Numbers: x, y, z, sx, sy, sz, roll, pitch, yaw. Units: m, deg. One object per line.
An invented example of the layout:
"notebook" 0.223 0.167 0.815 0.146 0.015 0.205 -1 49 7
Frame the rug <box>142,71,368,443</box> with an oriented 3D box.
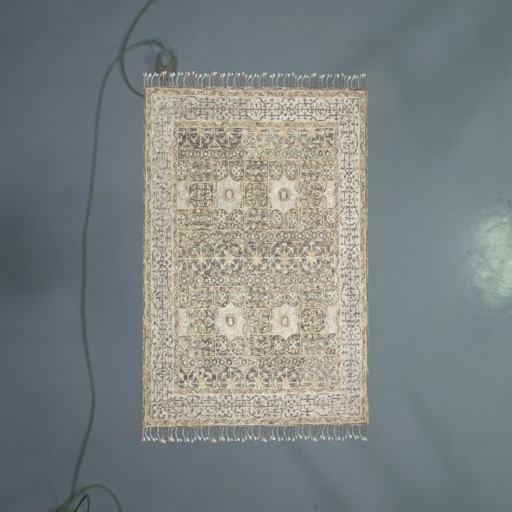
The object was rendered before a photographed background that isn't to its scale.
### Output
"rug" 0.000 0.000 2.432 1.237 0.010 2.029 0 89 -2
